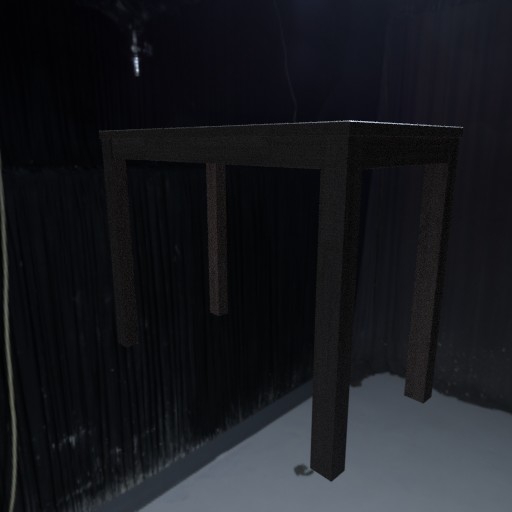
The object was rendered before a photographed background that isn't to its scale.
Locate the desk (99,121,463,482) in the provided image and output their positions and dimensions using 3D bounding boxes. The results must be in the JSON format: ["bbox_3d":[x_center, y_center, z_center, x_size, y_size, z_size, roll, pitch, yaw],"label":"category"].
[{"bbox_3d":[0.000,0.000,1.389,0.495,0.762,0.991,-13,20,-42],"label":"desk"}]
